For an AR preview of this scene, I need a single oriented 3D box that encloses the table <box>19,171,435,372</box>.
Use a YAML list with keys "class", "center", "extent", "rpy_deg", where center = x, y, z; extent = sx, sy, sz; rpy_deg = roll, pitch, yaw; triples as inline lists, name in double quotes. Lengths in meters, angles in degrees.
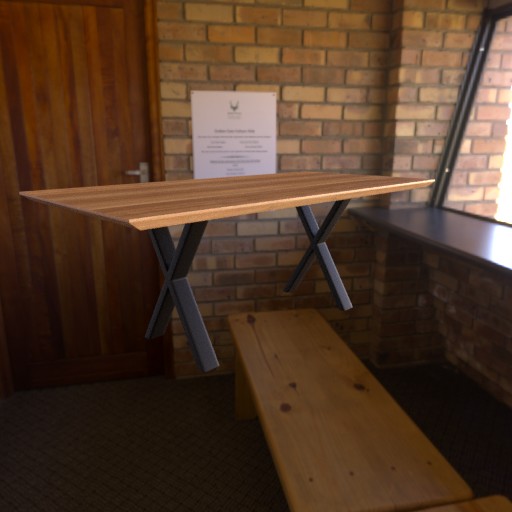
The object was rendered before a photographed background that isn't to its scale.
- class: "table"
  center: [0.000, 0.000, 2.416]
  extent: [2.000, 0.770, 1.000]
  rpy_deg: [-14, 20, -42]
